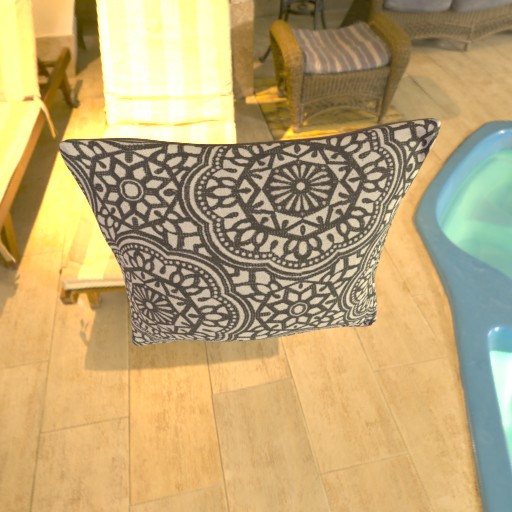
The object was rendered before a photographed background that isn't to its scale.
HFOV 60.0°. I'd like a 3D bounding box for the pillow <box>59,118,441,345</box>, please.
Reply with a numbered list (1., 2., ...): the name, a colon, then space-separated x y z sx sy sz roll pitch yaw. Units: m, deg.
1. pillow: 0.000 0.000 0.644 0.436 0.417 0.148 -4 47 -4
